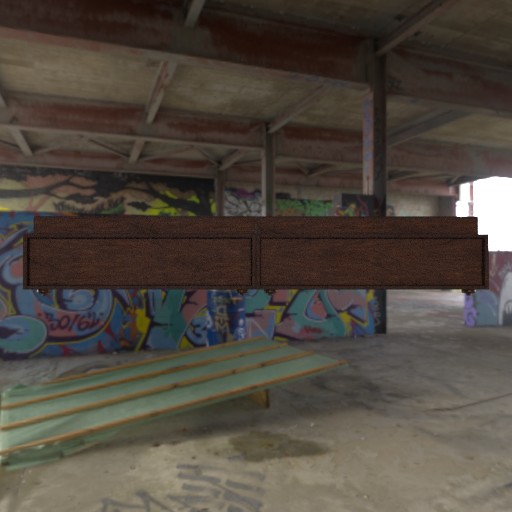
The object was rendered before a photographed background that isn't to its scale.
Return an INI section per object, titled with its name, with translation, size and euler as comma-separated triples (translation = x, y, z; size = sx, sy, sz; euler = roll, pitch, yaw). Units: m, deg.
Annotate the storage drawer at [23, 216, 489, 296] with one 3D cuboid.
[storage drawer]
translation = 0.000, 0.000, 2.208
size = 1.914, 0.339, 0.774
euler = 0, 0, 0
